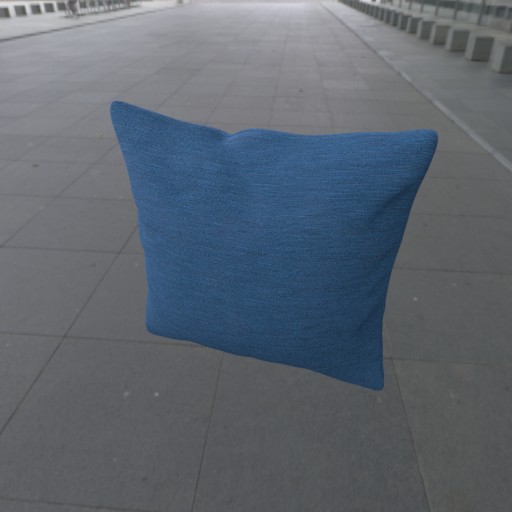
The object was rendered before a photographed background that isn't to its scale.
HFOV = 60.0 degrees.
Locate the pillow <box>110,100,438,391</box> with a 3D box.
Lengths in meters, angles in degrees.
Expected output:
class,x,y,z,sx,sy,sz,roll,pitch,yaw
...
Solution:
class,x,y,z,sx,sy,sz,roll,pitch,yaw
pillow,0.000,0.000,0.667,0.437,0.420,0.177,11,33,17
